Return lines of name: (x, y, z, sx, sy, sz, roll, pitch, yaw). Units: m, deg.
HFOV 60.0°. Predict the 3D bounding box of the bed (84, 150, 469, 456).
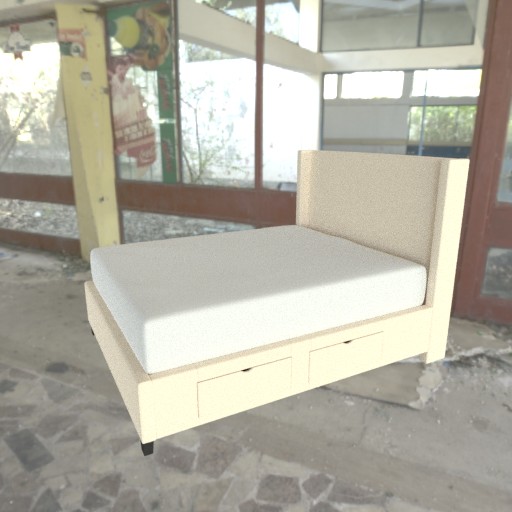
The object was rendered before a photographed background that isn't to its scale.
bed: (0.000, 0.000, 3.356, 2.280, 1.471, 1.765, -8, 18, -27)
